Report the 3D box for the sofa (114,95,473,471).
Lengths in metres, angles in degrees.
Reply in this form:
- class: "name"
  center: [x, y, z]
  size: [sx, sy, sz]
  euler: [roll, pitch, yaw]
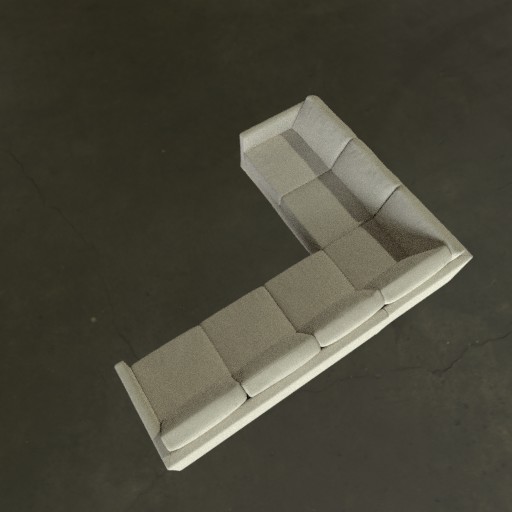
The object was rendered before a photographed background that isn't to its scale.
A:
- class: "sofa"
  center: [0.000, 0.000, 4.309]
  size: [3.182, 0.863, 2.432]
  euler: [-31, 67, -14]
